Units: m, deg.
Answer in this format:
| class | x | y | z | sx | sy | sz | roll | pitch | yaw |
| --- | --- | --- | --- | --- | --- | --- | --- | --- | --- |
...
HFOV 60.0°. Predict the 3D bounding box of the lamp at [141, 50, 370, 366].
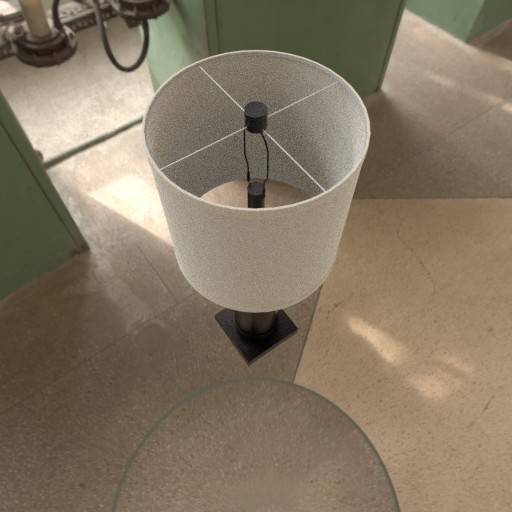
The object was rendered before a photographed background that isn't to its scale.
| class | x | y | z | sx | sy | sz | roll | pitch | yaw |
| --- | --- | --- | --- | --- | --- | --- | --- | --- | --- |
| lamp | 0.000 | 0.000 | 0.616 | 0.211 | 0.509 | 0.211 | -31 | 64 | -17 |
